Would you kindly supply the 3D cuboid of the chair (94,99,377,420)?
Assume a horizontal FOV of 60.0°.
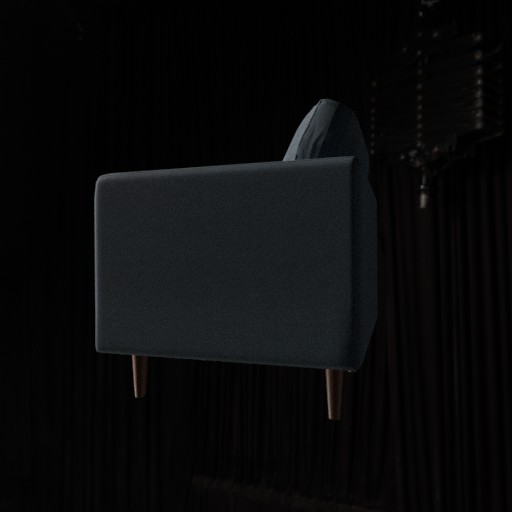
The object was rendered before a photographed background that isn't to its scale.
[{"bbox_3d":[0.000,0.000,1.610,0.820,0.922,0.855,0,0,18],"label":"chair"}]
